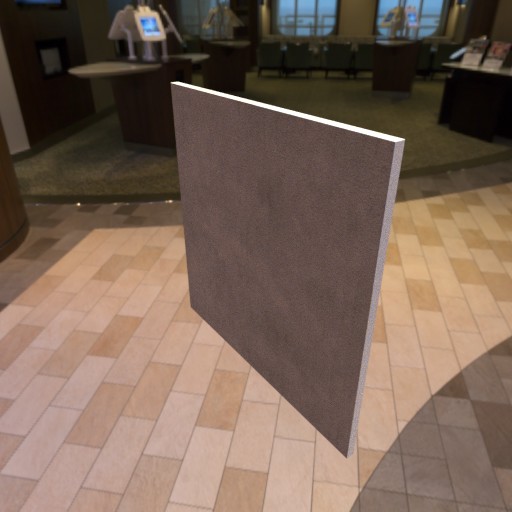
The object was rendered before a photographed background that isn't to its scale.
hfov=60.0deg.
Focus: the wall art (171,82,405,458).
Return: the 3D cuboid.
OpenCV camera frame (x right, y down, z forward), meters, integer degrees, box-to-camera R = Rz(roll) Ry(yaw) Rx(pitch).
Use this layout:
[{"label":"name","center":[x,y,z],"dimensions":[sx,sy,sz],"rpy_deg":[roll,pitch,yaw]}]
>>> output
[{"label":"wall art","center":[0.000,0.000,0.998],"dimensions":[0.020,0.661,0.664],"rpy_deg":[-20,35,-31]}]
